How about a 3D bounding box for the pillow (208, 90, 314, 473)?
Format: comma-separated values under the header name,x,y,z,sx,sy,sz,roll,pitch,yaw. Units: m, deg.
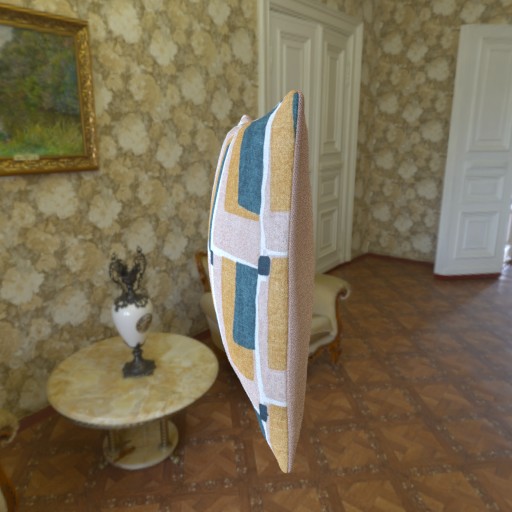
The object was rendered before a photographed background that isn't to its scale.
name,x,y,z,sx,sy,sz,roll,pitch,yaw
pillow,0.000,0.000,0.744,0.158,0.479,0.478,-2,15,-8
